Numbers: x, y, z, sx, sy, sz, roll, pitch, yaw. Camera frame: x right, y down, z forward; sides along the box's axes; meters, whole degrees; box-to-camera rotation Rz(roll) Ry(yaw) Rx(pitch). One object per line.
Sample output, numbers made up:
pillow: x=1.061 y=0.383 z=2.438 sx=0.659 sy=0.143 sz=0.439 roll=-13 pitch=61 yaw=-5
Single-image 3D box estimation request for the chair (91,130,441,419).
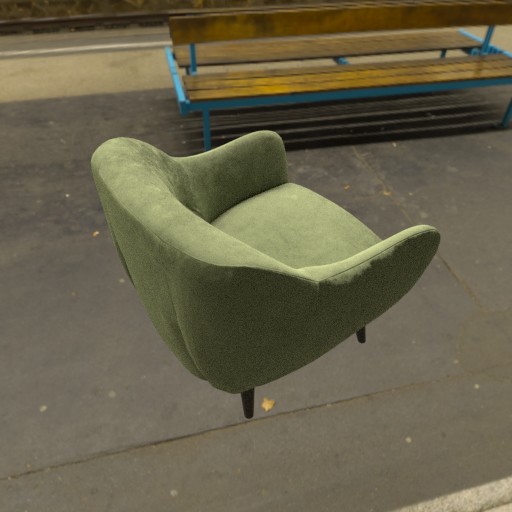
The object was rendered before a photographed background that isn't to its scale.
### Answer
chair: x=0.000 y=0.000 z=1.503 sx=0.819 sy=0.804 sz=0.840 roll=-25 pitch=47 yaw=-26
